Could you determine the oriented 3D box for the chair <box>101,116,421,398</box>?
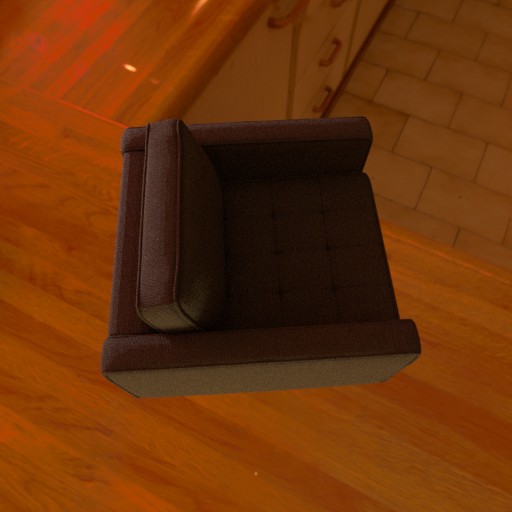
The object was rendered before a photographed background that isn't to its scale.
[{"bbox_3d":[0.000,0.000,1.593,0.919,0.770,0.899,-3,64,-2],"label":"chair"}]
